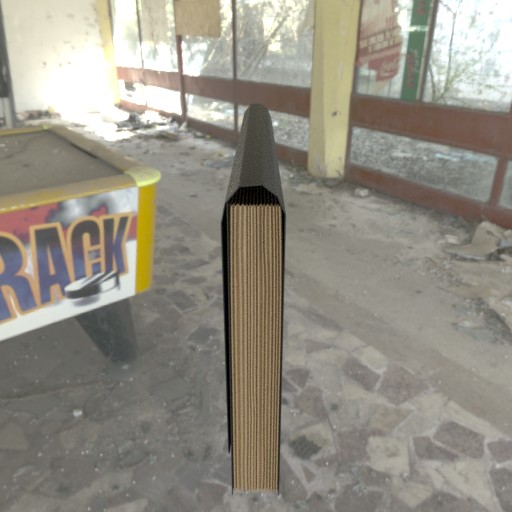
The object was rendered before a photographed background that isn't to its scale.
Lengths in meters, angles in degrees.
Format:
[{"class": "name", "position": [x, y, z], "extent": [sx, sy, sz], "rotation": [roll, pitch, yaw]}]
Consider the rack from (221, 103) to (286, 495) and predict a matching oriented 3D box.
[{"class": "rack", "position": [0.000, 0.000, 0.428], "extent": [0.041, 0.241, 0.330], "rotation": [0, 26, 0]}]
